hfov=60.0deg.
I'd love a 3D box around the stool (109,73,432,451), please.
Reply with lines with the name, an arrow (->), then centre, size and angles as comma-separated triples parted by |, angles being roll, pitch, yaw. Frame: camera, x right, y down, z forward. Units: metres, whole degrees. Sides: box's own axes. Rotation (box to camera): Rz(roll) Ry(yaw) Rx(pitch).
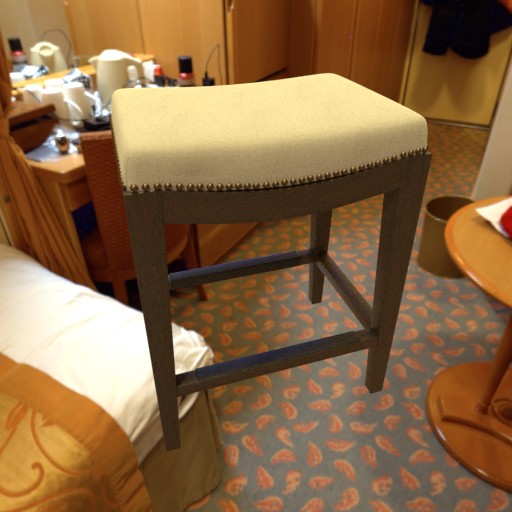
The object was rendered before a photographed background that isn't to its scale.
stool -> 0.000, 0.000, 0.931 | 0.500, 0.642, 0.361 | -10, 36, -15
